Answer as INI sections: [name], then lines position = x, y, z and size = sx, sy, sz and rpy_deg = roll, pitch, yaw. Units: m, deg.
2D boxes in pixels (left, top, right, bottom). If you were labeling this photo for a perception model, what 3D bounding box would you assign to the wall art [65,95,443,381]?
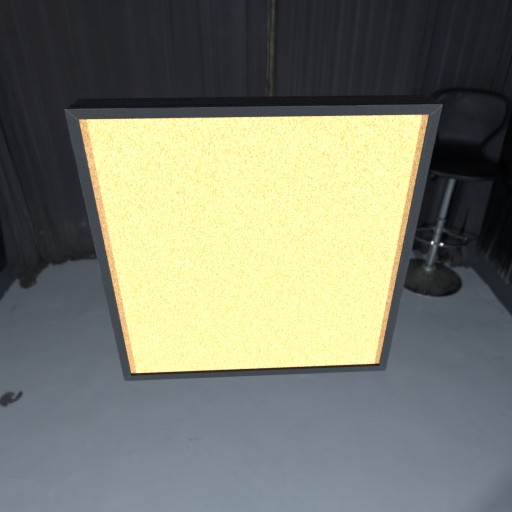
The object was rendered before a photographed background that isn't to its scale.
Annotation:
[wall art]
position = 0.000, 0.000, 0.453
size = 0.305, 0.305, 0.037
rpy_deg = -2, 32, -3
